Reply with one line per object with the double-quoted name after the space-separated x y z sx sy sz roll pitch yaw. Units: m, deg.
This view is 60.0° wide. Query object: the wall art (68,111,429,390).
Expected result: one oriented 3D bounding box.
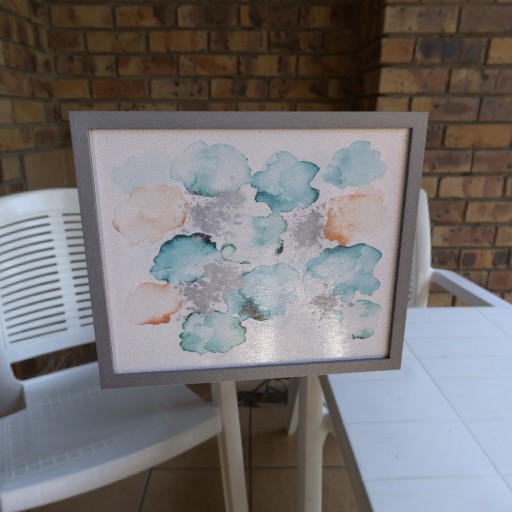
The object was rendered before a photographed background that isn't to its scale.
0.000 0.000 0.901 0.660 0.558 0.026 -2 17 -7 "wall art"
